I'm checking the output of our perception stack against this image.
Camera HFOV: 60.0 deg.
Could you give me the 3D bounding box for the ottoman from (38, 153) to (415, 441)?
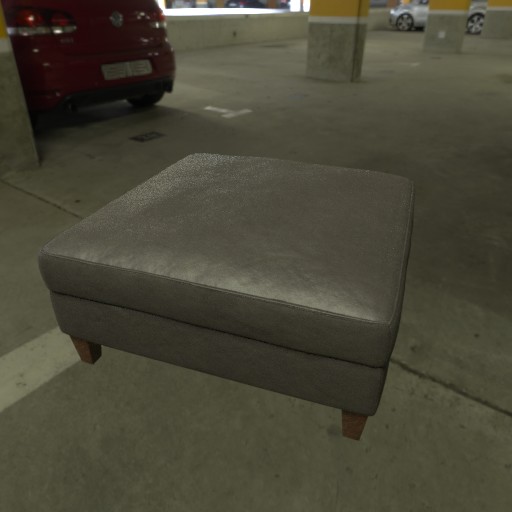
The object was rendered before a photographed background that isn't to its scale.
[{"bbox_3d":[0.000,0.000,1.315,0.844,0.415,0.836,10,31,17],"label":"ottoman"}]
